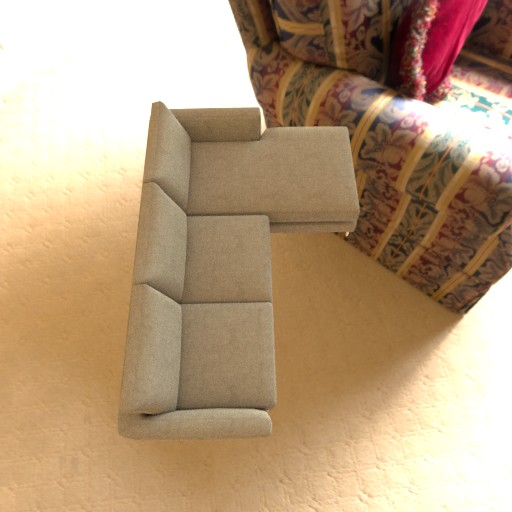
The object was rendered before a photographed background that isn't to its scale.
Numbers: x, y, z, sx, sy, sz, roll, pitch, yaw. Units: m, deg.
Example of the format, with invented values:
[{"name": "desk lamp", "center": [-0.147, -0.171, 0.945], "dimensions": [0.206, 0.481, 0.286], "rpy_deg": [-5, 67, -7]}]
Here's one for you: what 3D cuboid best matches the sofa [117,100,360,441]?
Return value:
[{"name": "sofa", "center": [0.000, 0.000, 3.166], "dimensions": [1.626, 0.864, 2.438], "rpy_deg": [-1, 65, -1]}]
